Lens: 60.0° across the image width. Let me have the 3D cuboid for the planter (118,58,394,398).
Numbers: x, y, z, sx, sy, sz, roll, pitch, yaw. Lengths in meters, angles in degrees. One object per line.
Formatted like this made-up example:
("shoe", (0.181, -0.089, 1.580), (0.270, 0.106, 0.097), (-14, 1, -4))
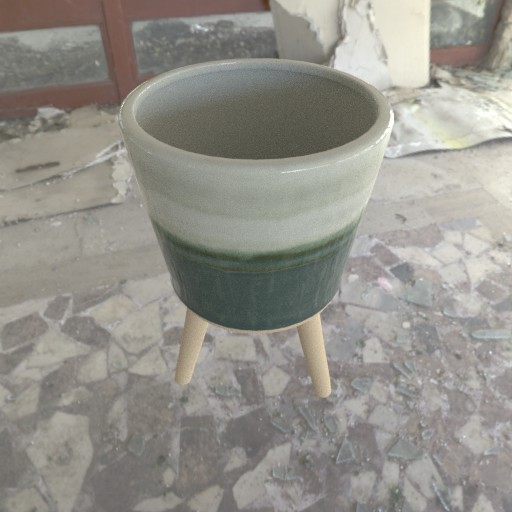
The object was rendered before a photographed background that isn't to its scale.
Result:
("planter", (0.000, 0.000, 0.463), (0.217, 0.331, 0.217), (12, 43, 14))
